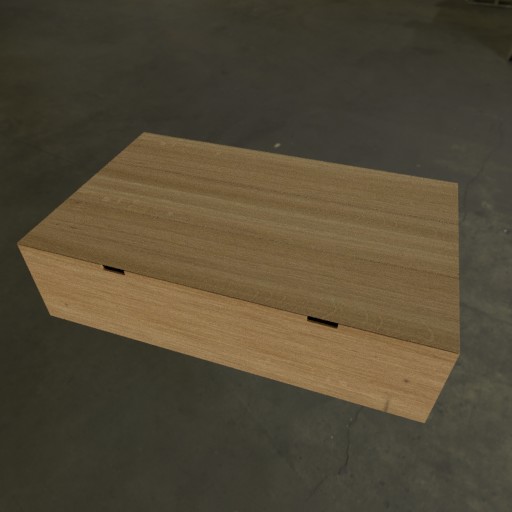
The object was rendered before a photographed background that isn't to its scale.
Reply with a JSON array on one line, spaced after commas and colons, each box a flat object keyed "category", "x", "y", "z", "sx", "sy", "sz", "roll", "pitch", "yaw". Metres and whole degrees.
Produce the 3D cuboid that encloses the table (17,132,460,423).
[{"category": "table", "x": 0.000, "y": 0.000, "z": 1.398, "sx": 1.110, "sy": 0.353, "sz": 0.678, "roll": 13, "pitch": 43, "yaw": 14}]
